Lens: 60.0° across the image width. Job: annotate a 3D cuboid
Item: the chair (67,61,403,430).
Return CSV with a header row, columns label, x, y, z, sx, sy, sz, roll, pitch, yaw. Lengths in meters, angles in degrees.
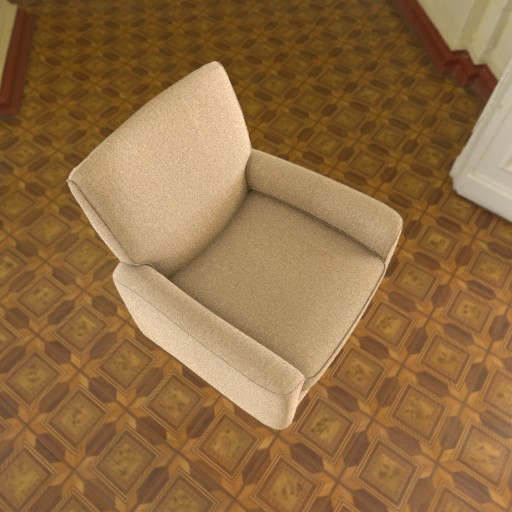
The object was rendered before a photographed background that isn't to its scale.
label,x,y,z,sx,sy,sz,roll,pitch,yaw
chair,0.000,0.000,1.648,0.864,1.014,0.848,31,63,18
